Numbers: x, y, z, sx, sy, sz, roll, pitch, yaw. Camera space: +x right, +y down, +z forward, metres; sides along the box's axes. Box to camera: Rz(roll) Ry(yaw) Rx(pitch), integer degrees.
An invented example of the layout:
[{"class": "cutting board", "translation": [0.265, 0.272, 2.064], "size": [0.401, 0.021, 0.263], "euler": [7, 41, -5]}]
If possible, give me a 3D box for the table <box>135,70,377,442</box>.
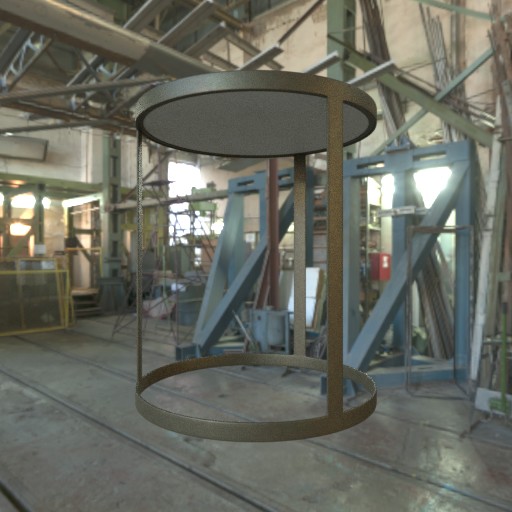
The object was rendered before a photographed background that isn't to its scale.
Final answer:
[{"class": "table", "translation": [0.000, 0.000, 0.912], "size": [0.480, 0.565, 0.480], "euler": [0, 0, 0]}]
